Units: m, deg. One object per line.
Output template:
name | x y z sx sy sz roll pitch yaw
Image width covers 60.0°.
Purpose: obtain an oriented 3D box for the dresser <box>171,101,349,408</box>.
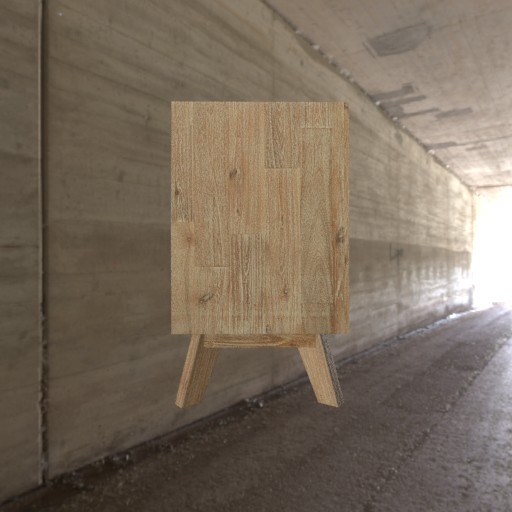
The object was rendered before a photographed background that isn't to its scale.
dresser | 0.000 0.000 1.930 0.455 0.788 1.602 0 0 -1
